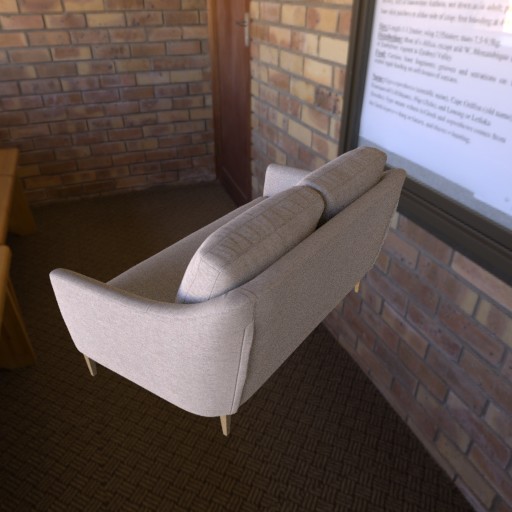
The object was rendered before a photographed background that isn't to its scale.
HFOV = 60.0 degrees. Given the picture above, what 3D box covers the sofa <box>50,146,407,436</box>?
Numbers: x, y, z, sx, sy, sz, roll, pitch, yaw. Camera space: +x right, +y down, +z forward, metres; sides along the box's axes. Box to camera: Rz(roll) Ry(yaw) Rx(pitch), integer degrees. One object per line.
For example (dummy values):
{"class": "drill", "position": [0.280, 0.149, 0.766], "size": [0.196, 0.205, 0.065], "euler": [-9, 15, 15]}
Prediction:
{"class": "sofa", "position": [0.000, 0.000, 2.203], "size": [0.960, 0.904, 1.619], "euler": [21, 37, 30]}
